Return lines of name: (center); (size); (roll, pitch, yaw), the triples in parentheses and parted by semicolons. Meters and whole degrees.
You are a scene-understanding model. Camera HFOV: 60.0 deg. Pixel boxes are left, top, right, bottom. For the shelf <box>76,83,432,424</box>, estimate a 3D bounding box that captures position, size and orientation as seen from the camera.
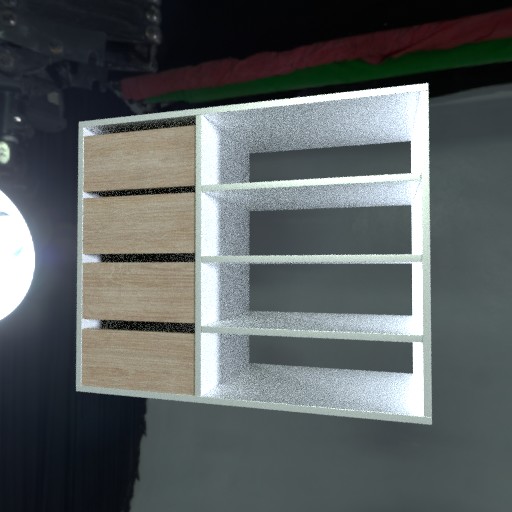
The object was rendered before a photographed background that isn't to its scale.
shelf: (0.000, 0.000, 1.265); (0.895, 0.732, 0.396); (0, -2, 17)
